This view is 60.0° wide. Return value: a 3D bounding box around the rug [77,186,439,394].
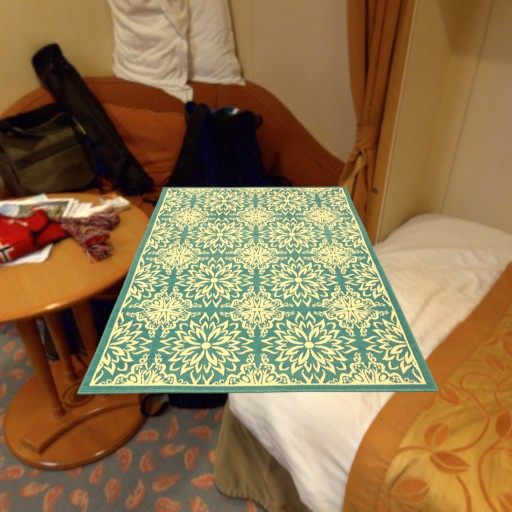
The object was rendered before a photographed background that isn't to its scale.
[{"bbox_3d":[0.000,0.000,2.834,1.554,0.012,2.205,0,32,0],"label":"rug"}]
